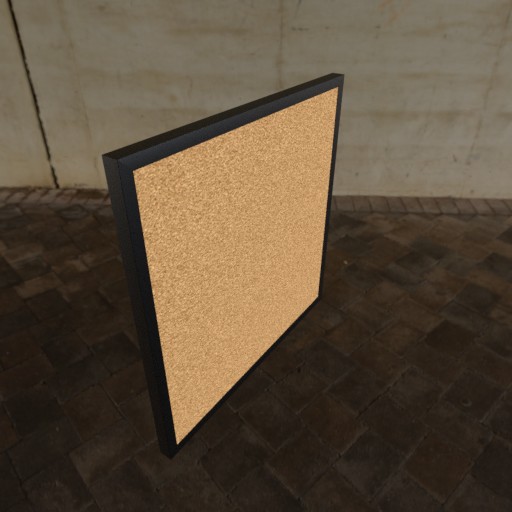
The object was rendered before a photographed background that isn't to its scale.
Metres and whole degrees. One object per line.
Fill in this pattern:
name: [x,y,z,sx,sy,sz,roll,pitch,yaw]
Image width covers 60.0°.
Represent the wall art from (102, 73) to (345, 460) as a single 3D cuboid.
wall art: [0.000,0.000,1.126,0.036,0.755,0.756,21,39,29]
